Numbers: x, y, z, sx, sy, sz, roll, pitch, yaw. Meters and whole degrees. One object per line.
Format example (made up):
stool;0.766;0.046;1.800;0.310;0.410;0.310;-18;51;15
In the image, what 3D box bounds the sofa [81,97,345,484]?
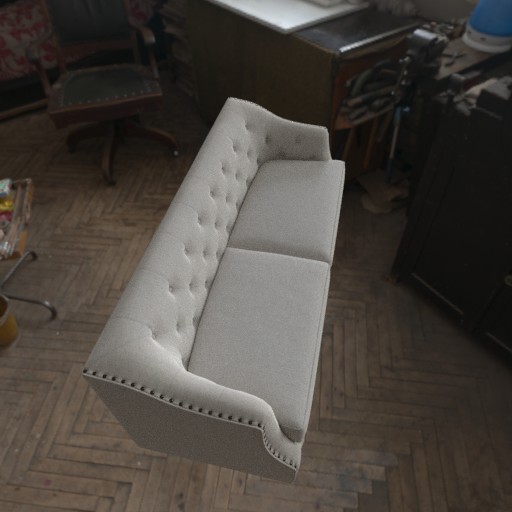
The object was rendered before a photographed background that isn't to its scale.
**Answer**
sofa;0.000;0.000;2.683;0.914;0.901;2.235;9;48;9
